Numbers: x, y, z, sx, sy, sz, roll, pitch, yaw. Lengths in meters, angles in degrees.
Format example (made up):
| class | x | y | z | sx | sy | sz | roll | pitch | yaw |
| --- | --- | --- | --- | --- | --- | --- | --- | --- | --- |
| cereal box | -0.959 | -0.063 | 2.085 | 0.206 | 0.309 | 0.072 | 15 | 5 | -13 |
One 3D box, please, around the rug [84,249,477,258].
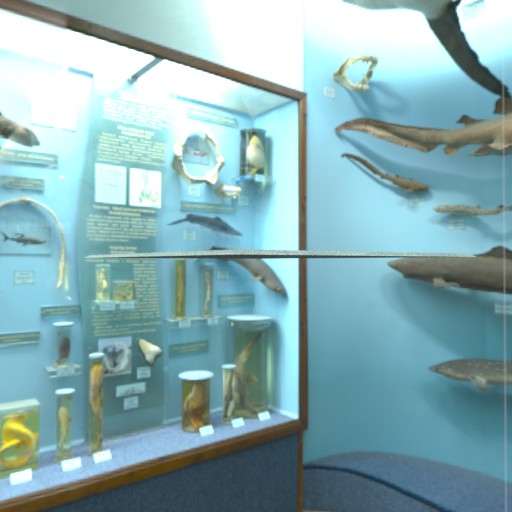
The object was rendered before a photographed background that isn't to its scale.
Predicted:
| class | x | y | z | sx | sy | sz | roll | pitch | yaw |
| --- | --- | --- | --- | --- | --- | --- | --- | --- | --- |
| rug | 0.000 | 0.000 | 4.048 | 2.332 | 0.027 | 2.933 | 0 | -1 | -36 |
